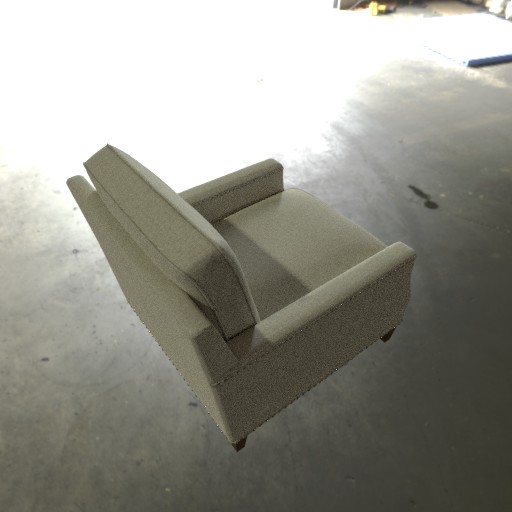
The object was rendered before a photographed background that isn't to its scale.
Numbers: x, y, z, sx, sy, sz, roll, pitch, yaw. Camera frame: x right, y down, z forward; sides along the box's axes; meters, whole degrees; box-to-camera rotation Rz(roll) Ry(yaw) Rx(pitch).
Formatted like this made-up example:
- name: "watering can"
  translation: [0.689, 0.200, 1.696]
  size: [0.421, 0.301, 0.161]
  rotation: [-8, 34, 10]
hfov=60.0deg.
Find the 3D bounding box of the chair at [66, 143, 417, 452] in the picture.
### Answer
- name: "chair"
  translation: [0.000, 0.000, 1.721]
  size: [1.014, 0.943, 0.853]
  rotation: [-27, 49, -27]
